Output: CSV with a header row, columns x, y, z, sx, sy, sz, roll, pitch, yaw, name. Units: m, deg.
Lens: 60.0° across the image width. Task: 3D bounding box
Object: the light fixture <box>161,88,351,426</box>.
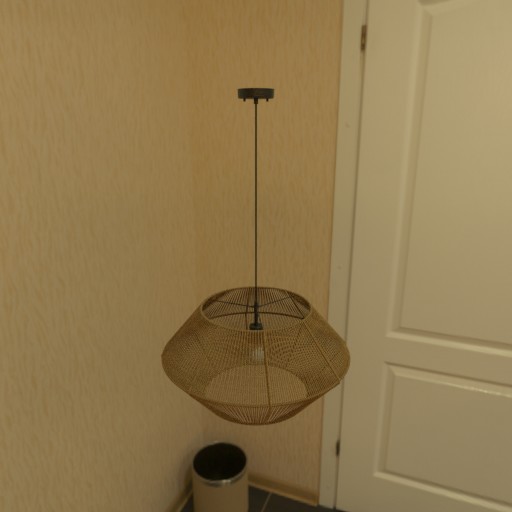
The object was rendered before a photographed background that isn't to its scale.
x,y,z,sx,sy,sz,roll,pitch,yaw,name
0.000,0.000,1.430,0.643,1.009,0.643,0,17,0,light fixture
